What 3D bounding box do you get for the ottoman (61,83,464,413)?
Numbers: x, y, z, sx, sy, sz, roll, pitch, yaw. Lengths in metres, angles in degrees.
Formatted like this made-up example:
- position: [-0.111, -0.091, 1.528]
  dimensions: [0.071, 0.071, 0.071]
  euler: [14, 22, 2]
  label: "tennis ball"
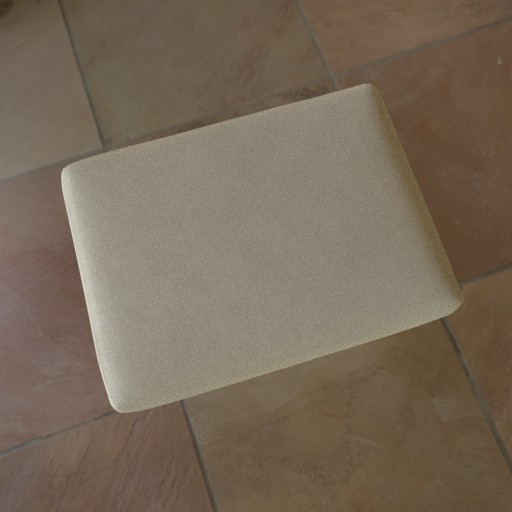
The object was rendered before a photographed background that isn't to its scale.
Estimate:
- position: [0.000, 0.000, 1.142]
  dimensions: [0.773, 0.504, 0.569]
  euler: [-16, 77, -4]
  label: "ottoman"
